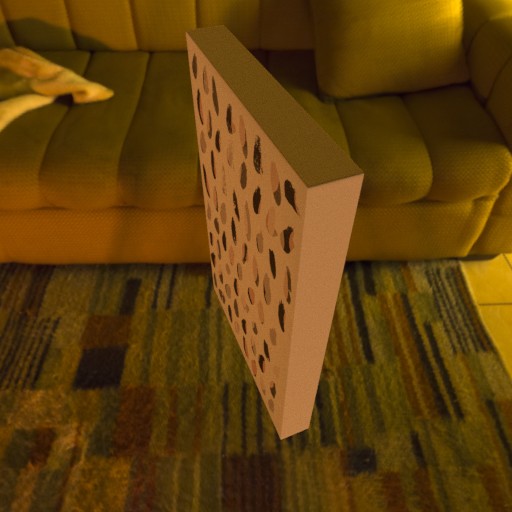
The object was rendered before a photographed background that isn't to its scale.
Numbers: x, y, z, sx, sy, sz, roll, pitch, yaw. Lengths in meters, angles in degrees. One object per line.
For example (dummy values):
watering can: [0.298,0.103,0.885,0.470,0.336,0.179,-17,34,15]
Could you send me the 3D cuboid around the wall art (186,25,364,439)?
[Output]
wall art: [0.000,0.000,0.477,0.039,0.381,0.252,-17,49,-15]
